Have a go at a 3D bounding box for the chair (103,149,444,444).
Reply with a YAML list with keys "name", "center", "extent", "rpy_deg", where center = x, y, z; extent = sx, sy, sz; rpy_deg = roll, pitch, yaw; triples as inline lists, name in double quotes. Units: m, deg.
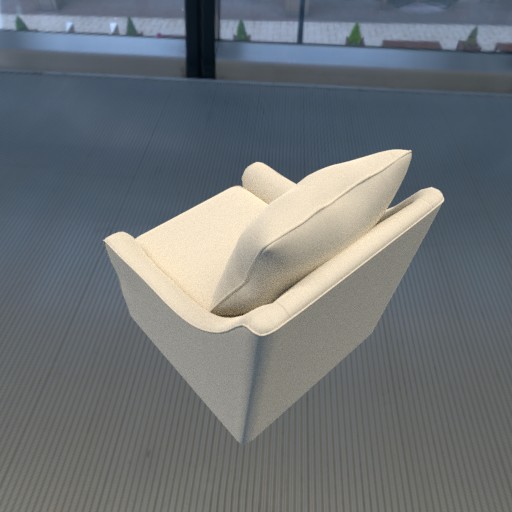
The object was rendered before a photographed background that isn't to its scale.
- name: "chair"
  center: [0.000, 0.000, 1.591]
  extent: [0.756, 0.965, 0.876]
  rpy_deg: [-33, 54, -27]
